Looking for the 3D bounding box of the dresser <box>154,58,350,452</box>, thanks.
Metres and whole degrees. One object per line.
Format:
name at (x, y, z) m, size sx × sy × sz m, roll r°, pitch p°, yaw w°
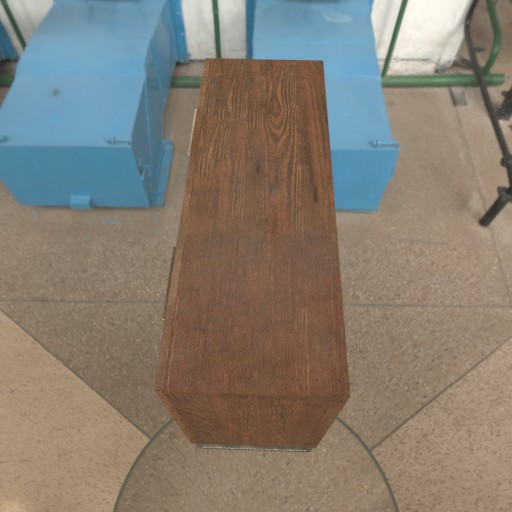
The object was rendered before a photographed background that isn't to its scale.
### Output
dresser at (0.000, 0.000, 2.212) m, size 0.623 × 1.061 × 1.646 m, roll 2°, pitch 58°, yaw 1°
